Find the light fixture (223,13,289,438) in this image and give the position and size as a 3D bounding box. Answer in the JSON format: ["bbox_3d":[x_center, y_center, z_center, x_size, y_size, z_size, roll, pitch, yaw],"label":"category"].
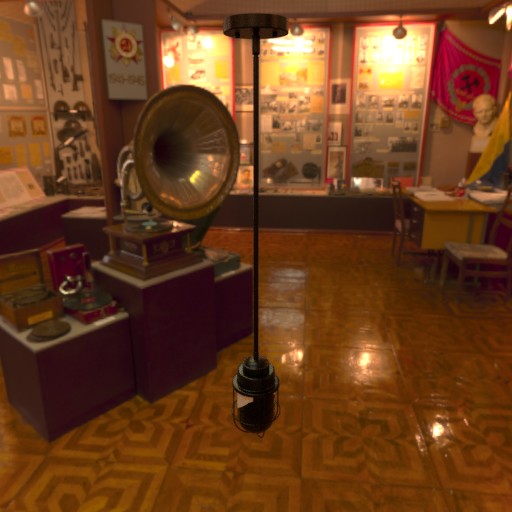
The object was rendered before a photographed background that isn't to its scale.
[{"bbox_3d":[0.000,0.000,0.964,0.123,0.920,0.123,3,18,8],"label":"light fixture"}]
